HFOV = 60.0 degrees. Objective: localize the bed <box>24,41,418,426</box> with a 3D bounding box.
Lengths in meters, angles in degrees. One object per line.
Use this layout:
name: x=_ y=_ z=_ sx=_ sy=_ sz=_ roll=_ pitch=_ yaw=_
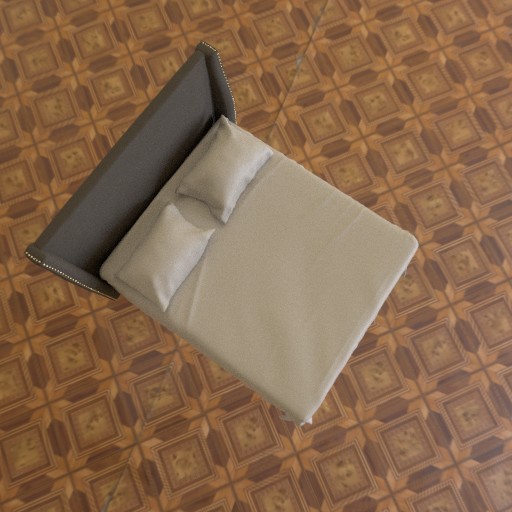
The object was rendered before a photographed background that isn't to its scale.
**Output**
bed: x=0.000 y=0.000 z=3.438 sx=2.276 sy=1.332 sz=1.925 roll=34 pitch=79 yaw=8
